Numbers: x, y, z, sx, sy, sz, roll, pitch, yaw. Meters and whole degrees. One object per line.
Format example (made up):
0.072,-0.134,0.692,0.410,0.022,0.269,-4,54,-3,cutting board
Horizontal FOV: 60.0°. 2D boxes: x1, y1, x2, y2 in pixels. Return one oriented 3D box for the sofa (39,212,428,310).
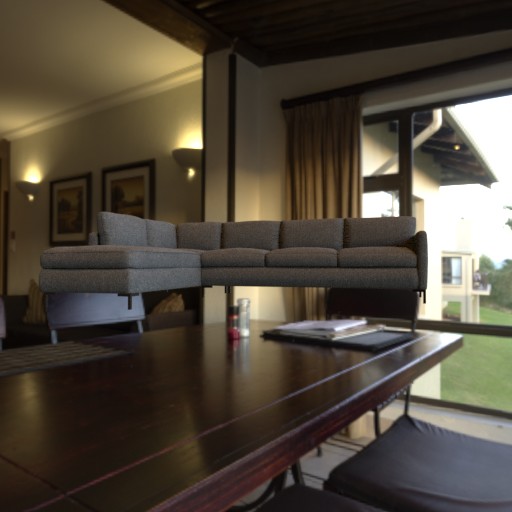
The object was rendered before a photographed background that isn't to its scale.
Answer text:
0.000,0.000,3.958,2.949,0.815,2.007,0,-1,17,sofa
